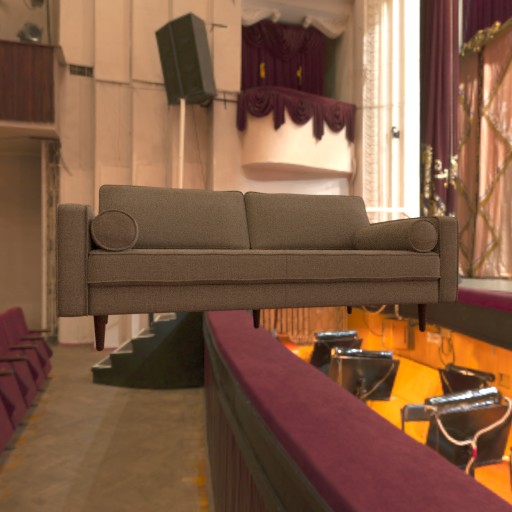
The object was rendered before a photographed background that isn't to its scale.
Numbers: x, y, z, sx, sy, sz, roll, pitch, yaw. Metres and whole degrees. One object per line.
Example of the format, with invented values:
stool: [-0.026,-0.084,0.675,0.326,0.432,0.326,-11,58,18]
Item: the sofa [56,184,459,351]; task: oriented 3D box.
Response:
sofa: [0.000,0.000,2.350,1.879,0.762,0.914,0,0,-17]
